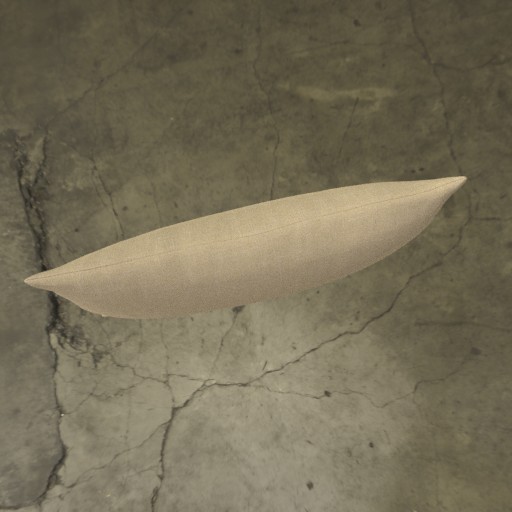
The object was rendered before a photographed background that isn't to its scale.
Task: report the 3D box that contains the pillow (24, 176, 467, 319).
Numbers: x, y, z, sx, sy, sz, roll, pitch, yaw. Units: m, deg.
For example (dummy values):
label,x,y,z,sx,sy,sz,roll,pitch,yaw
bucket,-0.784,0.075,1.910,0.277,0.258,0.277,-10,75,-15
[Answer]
label,x,y,z,sx,sy,sz,roll,pitch,yaw
pillow,0.000,0.000,0.727,0.612,0.308,0.148,-14,75,-4
